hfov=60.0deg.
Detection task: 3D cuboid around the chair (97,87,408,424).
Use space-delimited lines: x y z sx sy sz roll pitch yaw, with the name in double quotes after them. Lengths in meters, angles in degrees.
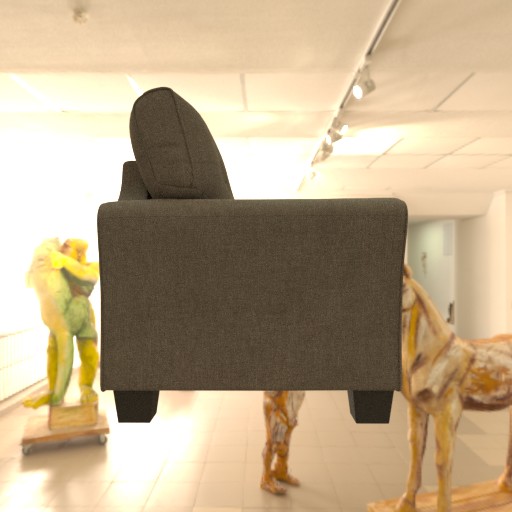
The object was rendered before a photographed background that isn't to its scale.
0.000 0.000 1.574 0.816 0.890 0.941 0 0 0 "chair"
